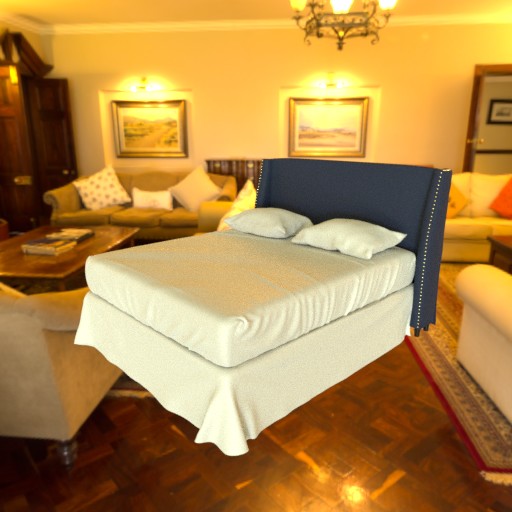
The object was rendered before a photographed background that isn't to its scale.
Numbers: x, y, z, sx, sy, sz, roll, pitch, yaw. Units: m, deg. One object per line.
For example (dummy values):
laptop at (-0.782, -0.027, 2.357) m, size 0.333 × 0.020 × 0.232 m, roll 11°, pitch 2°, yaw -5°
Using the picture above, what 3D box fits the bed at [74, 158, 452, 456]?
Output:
bed at (0.000, 0.000, 3.387) m, size 2.276 × 1.332 × 1.925 m, roll -14°, pitch 21°, yaw -42°
